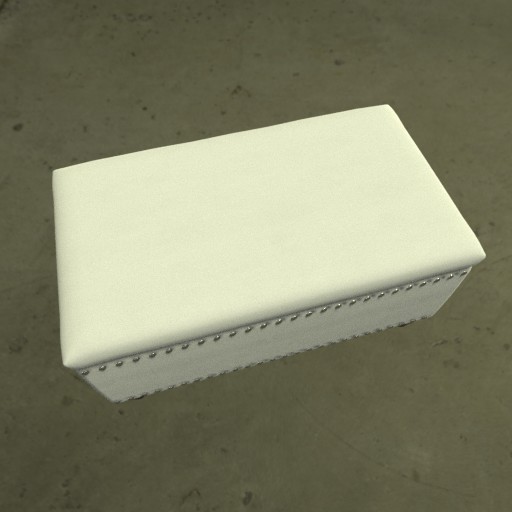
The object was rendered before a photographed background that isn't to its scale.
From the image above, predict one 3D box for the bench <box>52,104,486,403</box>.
[{"bbox_3d":[0.000,0.000,1.169,0.887,0.449,0.500,-13,59,-8],"label":"bench"}]
